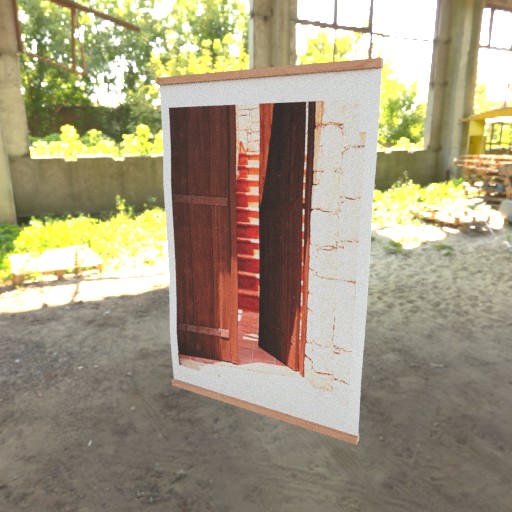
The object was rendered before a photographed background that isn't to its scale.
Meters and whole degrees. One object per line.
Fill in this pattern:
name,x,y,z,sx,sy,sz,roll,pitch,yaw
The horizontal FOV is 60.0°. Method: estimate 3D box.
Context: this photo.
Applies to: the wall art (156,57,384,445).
wall art,0.000,0.000,0.648,0.332,0.508,0.012,8,16,28
